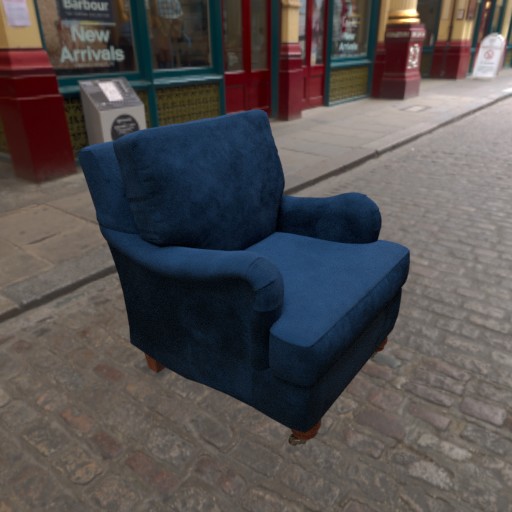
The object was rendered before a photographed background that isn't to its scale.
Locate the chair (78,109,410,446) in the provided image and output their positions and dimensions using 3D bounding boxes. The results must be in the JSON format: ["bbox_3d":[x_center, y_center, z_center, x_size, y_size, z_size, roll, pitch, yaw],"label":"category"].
[{"bbox_3d":[0.000,0.000,1.866,1.078,1.076,0.895,18,31,33],"label":"chair"}]
